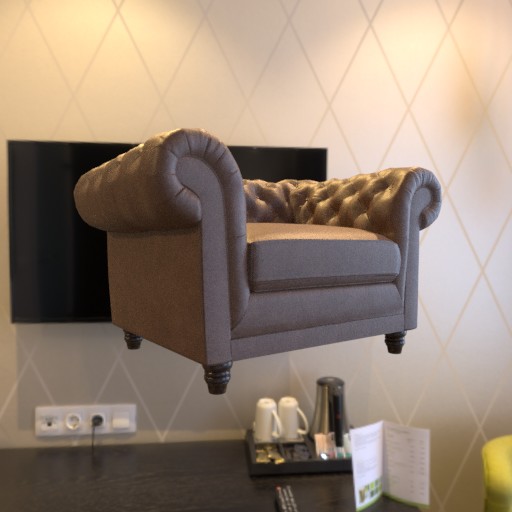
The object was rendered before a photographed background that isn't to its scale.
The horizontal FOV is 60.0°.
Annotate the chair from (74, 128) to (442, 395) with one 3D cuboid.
[{"bbox_3d":[0.000,0.000,1.872,1.298,0.784,0.954,-1,2,-36],"label":"chair"}]
